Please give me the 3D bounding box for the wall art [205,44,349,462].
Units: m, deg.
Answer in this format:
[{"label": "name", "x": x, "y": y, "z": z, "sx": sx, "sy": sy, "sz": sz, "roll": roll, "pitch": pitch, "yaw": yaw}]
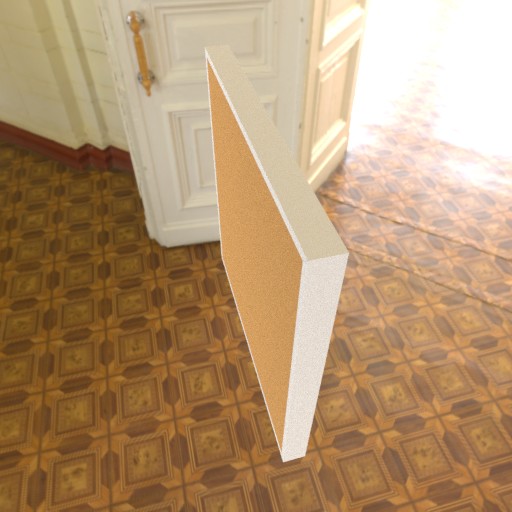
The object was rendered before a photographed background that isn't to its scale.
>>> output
[{"label": "wall art", "x": 0.000, "y": 0.000, "z": 0.757, "sx": 0.040, "sy": 0.509, "sz": 0.509, "roll": -11, "pitch": 47, "yaw": -10}]
